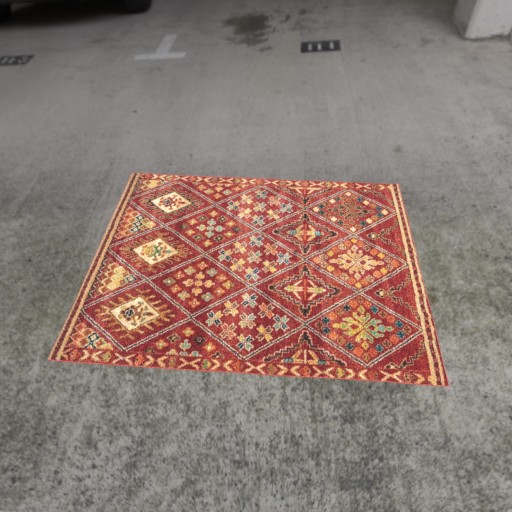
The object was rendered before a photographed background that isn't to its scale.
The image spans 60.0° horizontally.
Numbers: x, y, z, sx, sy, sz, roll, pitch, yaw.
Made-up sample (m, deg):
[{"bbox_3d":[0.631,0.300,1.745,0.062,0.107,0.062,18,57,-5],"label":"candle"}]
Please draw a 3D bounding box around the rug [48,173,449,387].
[{"bbox_3d":[0.000,0.000,4.236,3.086,0.030,2.489,3,46,3],"label":"rug"}]
